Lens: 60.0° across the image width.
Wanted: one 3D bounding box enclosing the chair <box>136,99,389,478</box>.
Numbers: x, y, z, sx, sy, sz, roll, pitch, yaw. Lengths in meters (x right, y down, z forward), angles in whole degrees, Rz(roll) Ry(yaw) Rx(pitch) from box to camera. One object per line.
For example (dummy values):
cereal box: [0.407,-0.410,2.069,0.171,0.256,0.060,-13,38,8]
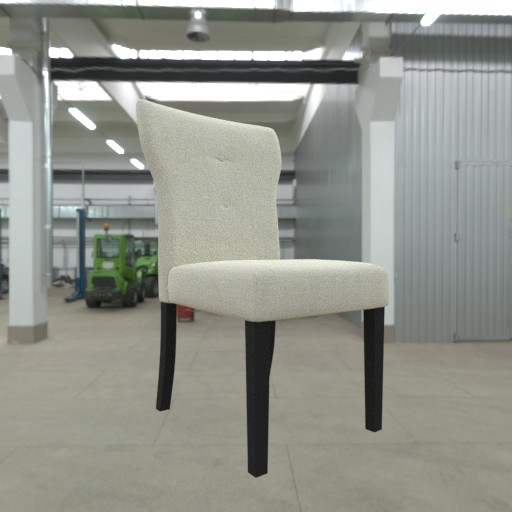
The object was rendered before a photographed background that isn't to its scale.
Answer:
chair: [0.000,0.000,1.259,0.509,0.921,0.597,0,1,-37]
